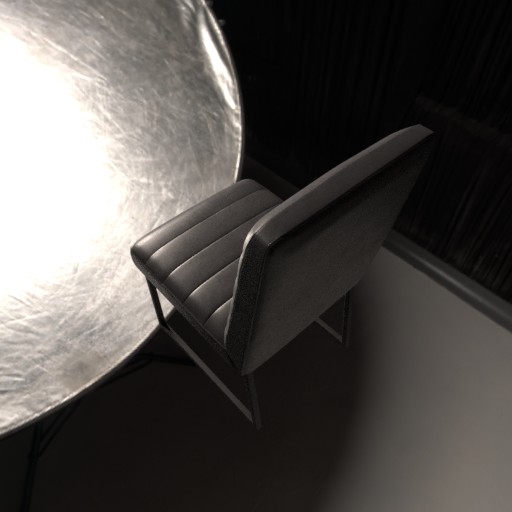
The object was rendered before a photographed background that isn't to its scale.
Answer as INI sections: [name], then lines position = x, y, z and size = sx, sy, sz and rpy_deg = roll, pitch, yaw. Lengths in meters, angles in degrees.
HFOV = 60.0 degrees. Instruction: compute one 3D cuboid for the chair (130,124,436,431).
[chair]
position = 0.000, 0.000, 1.320
size = 0.520, 0.930, 0.634
rpy_deg = -35, 57, -27
